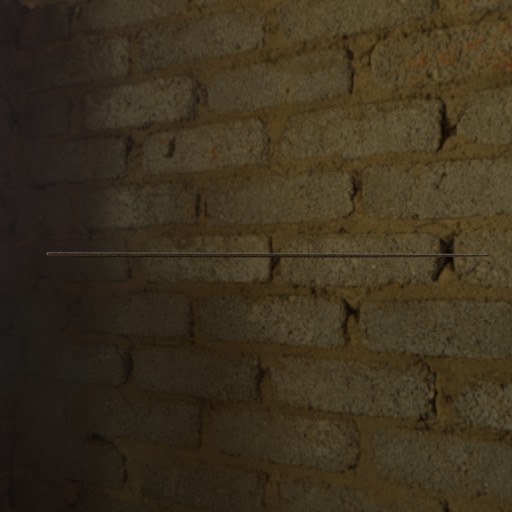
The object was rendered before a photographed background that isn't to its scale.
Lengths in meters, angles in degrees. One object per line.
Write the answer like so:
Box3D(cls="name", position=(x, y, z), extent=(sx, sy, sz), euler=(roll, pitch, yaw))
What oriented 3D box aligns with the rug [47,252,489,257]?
Box3D(cls="rug", position=(0.000, 0.000, 2.300), extent=(1.829, 0.010, 1.219), euler=(0, 0, -18))
